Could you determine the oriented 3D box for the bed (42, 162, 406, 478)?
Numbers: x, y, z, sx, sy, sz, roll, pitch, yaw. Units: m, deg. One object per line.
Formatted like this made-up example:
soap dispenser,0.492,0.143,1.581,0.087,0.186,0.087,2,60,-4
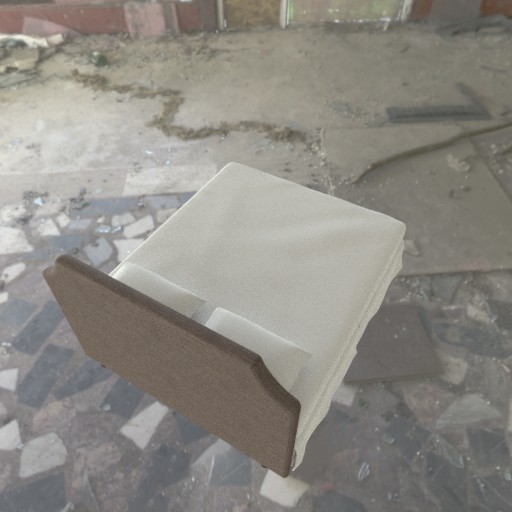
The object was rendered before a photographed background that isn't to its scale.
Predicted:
bed,0.000,0.000,4.176,2.350,1.590,2.773,24,52,20
